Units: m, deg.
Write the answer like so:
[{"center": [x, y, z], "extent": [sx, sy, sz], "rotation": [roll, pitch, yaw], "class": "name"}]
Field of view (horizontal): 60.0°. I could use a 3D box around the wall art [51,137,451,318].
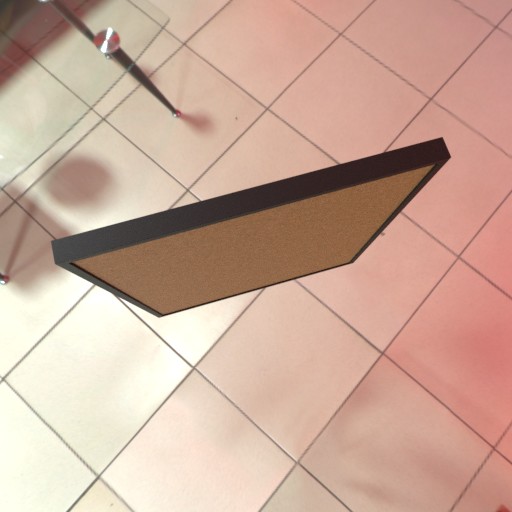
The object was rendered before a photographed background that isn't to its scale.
[{"center": [0.000, 0.000, 0.542], "extent": [0.330, 0.381, 0.019], "rotation": [-15, 76, -4], "class": "wall art"}]
